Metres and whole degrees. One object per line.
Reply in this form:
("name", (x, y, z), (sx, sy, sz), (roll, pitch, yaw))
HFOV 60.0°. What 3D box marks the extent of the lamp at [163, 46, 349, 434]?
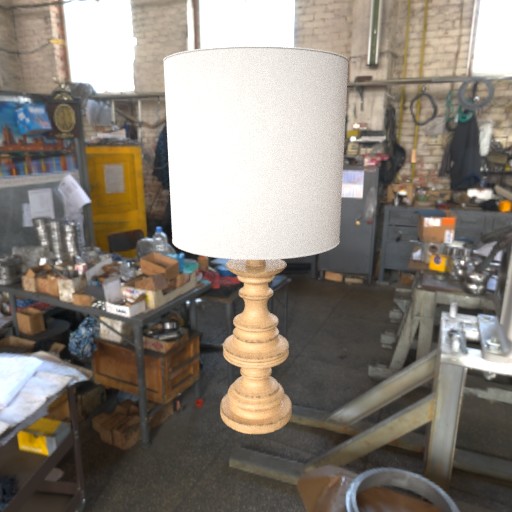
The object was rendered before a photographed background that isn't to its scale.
("lamp", (0.000, 0.000, 0.566), (0.208, 0.455, 0.208), (-2, 15, -9))
